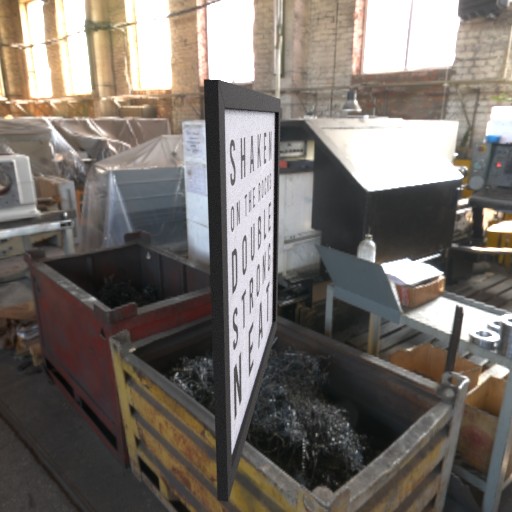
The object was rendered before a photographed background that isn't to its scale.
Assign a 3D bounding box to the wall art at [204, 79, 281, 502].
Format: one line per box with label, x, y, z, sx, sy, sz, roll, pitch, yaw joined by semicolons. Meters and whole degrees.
wall art;0.000;0.000;0.662;0.013;0.458;0.456;3;18;9
